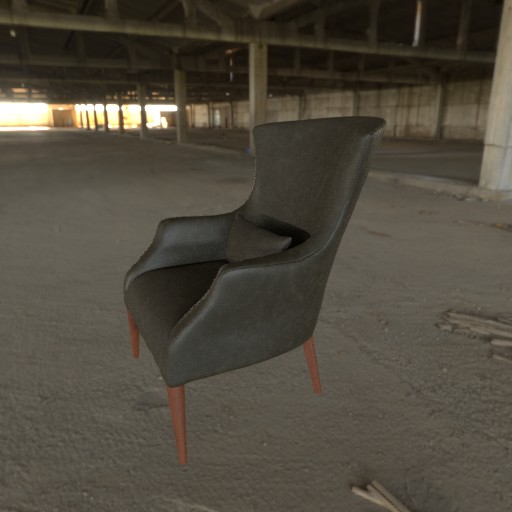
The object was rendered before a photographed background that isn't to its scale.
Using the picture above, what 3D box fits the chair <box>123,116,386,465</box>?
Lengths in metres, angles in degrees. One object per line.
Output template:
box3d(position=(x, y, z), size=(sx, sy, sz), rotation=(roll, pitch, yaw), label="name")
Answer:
box3d(position=(0.000, 0.000, 1.771), size=(0.954, 1.068, 0.819), rotation=(-8, 19, -25), label="chair")
